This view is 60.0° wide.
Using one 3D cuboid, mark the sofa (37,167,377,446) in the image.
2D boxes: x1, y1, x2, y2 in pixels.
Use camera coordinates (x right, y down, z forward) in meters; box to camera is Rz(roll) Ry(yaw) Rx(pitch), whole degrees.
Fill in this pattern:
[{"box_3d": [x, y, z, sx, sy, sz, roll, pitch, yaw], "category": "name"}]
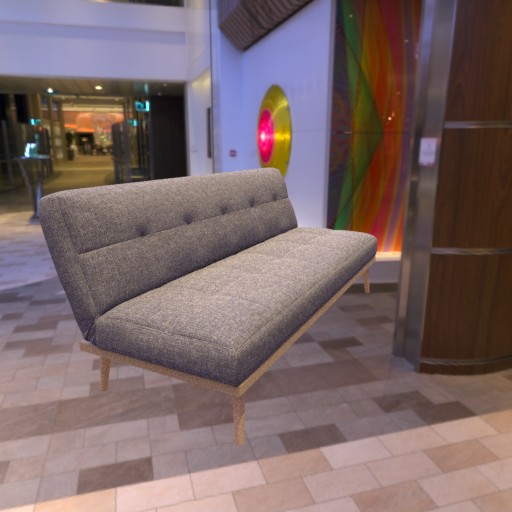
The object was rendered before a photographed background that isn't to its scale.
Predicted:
[{"box_3d": [0.000, 0.000, 2.204, 0.820, 0.770, 1.820, 7, 16, 27], "category": "sofa"}]
